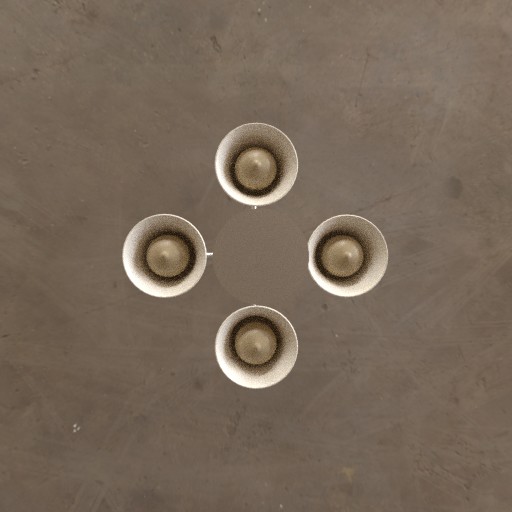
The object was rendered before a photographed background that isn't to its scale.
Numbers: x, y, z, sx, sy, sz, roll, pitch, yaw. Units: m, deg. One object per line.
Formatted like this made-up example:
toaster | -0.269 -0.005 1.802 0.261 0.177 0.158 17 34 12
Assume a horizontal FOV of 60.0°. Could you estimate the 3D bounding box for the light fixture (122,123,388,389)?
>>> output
light fixture | 0.000 0.000 0.735 0.427 0.370 0.427 0 90 -2
